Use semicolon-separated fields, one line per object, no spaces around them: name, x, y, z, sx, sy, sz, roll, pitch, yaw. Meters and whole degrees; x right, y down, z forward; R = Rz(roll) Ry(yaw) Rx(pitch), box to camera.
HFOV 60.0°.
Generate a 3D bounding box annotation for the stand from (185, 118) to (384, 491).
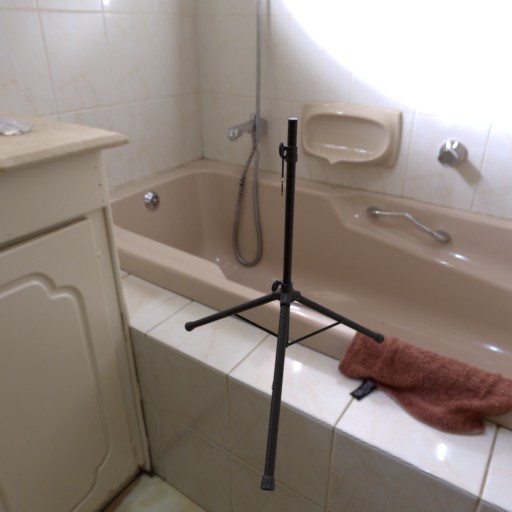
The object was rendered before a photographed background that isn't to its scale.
stand;0.000;0.000;1.844;0.907;1.136;1.045;19;32;33
